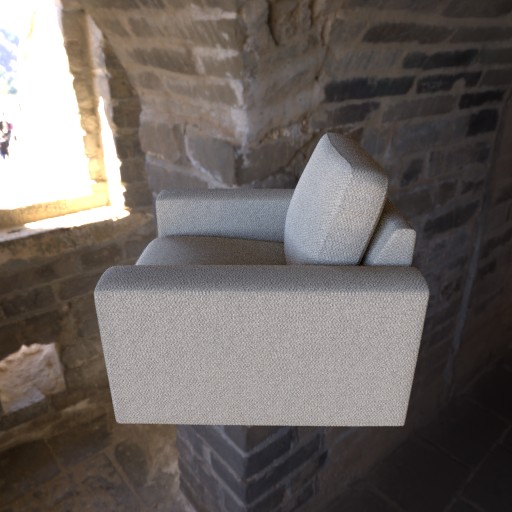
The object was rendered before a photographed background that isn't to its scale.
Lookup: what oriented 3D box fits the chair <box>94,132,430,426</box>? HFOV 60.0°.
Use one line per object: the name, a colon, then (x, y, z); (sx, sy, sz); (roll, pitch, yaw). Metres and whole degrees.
chair: (0.000, 0.000, 1.772); (1.016, 0.873, 1.005); (0, 25, 1)
